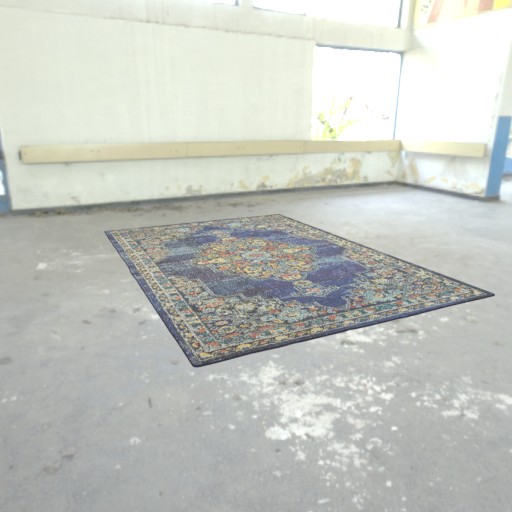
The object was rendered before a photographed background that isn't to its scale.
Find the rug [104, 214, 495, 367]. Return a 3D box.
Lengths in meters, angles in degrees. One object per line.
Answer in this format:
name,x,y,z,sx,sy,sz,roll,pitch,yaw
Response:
rug,0.000,0.000,3.704,2.053,0.011,2.940,-8,18,-25
